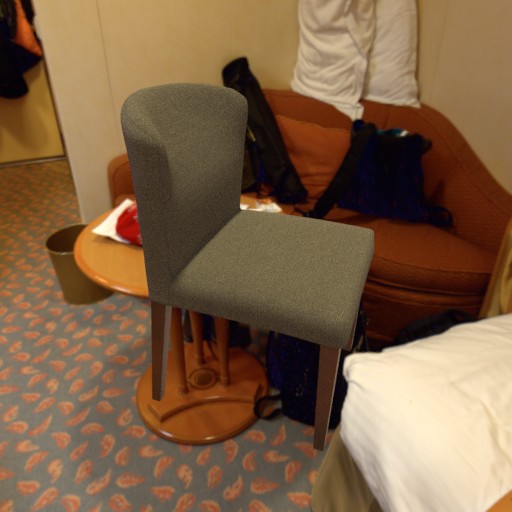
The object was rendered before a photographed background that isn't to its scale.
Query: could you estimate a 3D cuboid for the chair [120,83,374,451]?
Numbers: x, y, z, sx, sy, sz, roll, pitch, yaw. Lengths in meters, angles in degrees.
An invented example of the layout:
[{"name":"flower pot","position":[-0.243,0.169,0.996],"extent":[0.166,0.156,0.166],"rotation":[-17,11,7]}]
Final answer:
[{"name":"chair","position":[0.000,0.000,1.203],"extent":[0.589,0.839,0.491],"rotation":[11,32,18]}]
